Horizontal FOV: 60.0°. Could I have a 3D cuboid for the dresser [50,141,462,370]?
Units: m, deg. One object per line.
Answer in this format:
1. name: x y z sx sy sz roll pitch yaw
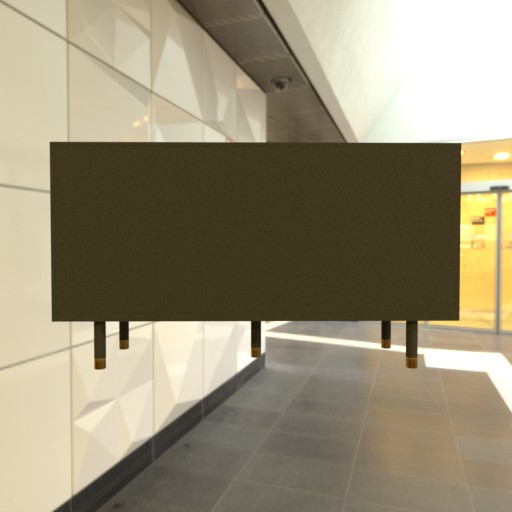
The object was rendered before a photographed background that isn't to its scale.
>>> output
1. dresser: 0.000 0.000 1.918 1.558 0.872 0.463 0 1 -1
